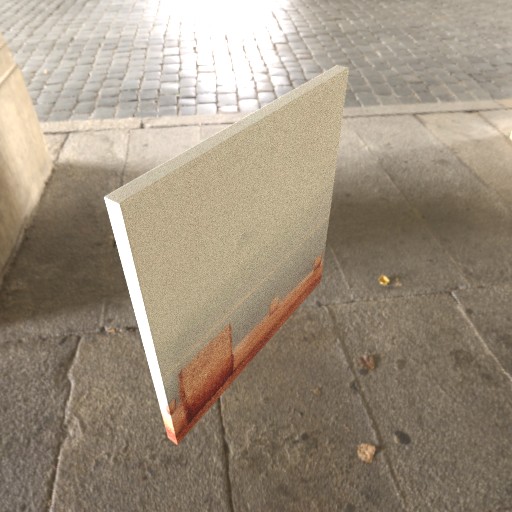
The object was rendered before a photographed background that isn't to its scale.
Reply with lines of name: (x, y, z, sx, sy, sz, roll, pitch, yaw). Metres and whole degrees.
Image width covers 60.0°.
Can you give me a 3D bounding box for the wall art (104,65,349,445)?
wall art: (0.000, 0.000, 1.158, 0.042, 0.760, 0.760, 25, 47, 26)
